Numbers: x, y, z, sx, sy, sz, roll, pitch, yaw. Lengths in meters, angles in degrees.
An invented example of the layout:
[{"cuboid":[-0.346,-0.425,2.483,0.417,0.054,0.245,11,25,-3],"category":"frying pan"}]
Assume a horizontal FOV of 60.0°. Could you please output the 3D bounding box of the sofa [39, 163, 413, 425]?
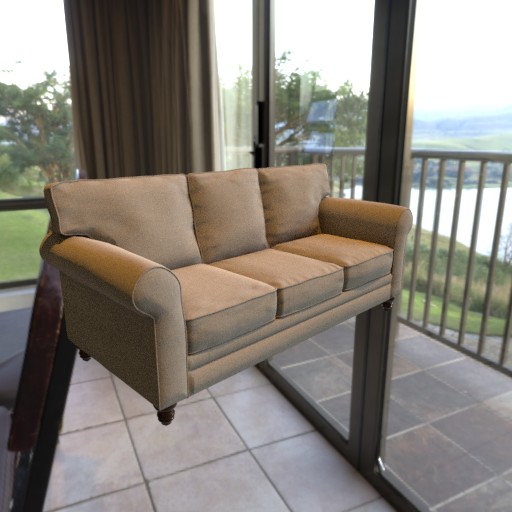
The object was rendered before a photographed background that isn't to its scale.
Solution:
[{"cuboid":[0.000,0.000,2.565,2.084,0.961,0.916,-14,21,-42],"category":"sofa"}]
